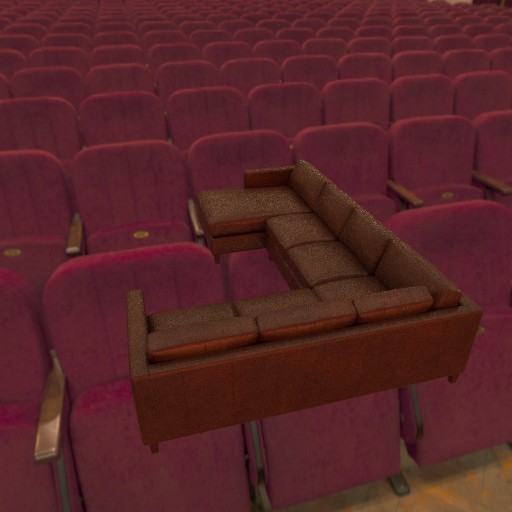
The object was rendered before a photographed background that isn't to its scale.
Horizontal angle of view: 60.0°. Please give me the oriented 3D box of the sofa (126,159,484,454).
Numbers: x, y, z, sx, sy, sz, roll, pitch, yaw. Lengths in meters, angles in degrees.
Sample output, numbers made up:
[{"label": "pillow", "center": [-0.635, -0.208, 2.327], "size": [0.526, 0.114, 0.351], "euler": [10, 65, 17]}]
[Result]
[{"label": "sofa", "center": [0.000, 0.000, 4.379], "size": [2.452, 0.891, 3.324], "euler": [-8, 31, -13]}]
